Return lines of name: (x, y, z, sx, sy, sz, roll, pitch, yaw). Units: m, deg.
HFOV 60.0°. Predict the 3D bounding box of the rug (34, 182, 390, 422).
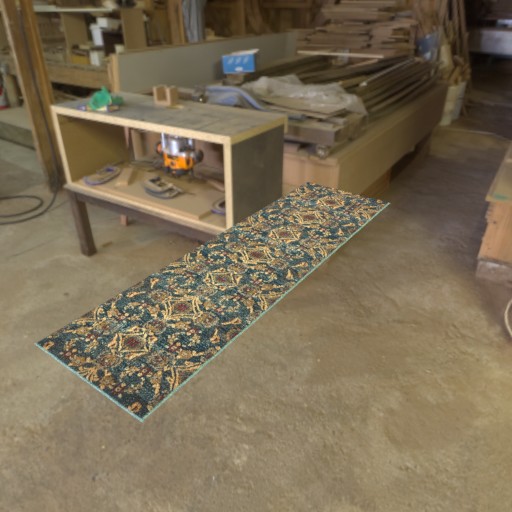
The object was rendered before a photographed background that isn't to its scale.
rug: (0.000, 0.000, 2.520, 0.685, 0.014, 2.292, 21, 37, 30)
